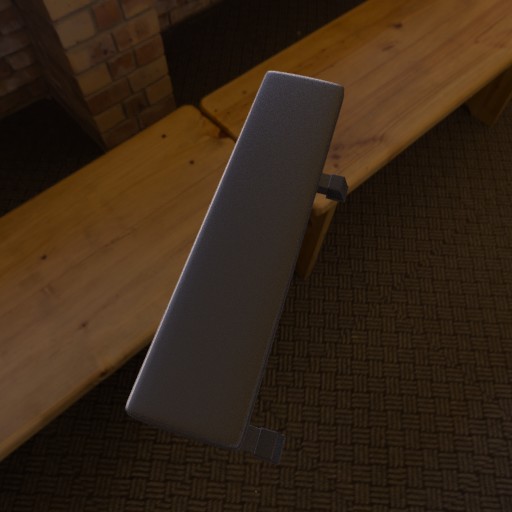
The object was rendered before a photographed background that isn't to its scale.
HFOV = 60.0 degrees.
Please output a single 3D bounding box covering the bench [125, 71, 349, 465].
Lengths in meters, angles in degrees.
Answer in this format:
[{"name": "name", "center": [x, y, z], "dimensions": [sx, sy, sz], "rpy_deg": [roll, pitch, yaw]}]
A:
[{"name": "bench", "center": [0.000, 0.000, 1.307], "dimensions": [0.439, 0.453, 1.072], "rpy_deg": [15, 63, 8]}]
